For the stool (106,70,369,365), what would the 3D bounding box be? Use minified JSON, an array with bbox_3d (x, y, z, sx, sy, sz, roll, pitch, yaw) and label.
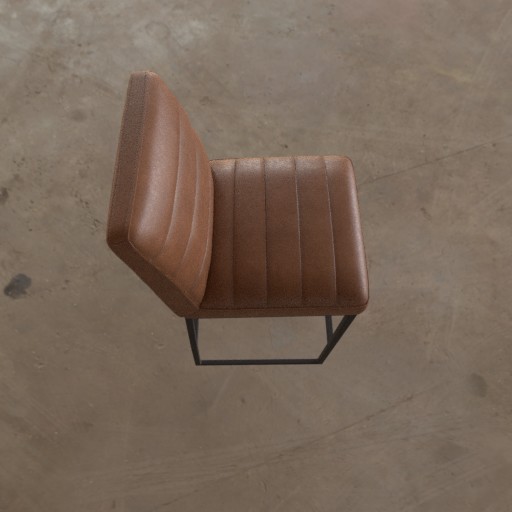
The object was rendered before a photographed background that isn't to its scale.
[{"bbox_3d":[0.000,0.000,1.328,0.556,1.040,0.458,-1,65,0],"label":"stool"}]
